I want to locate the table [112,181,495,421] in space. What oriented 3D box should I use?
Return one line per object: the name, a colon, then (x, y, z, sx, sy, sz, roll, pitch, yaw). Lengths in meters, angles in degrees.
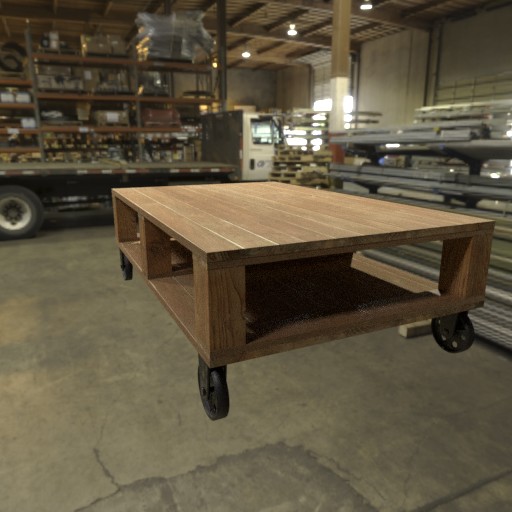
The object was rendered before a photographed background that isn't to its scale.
table: (0.000, 0.000, 1.655, 0.827, 0.413, 1.299, -7, 16, -24)
